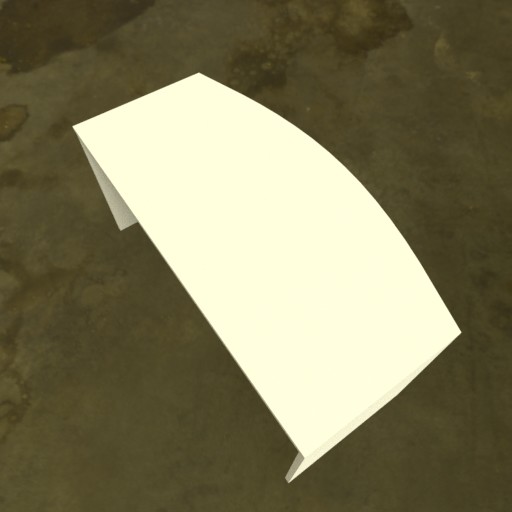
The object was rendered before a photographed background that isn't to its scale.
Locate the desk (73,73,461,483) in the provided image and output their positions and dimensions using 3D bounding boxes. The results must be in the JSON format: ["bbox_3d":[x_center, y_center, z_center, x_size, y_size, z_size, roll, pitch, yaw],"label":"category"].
[{"bbox_3d":[0.000,0.000,2.000,0.802,0.750,1.600,-31,63,-18],"label":"desk"}]
